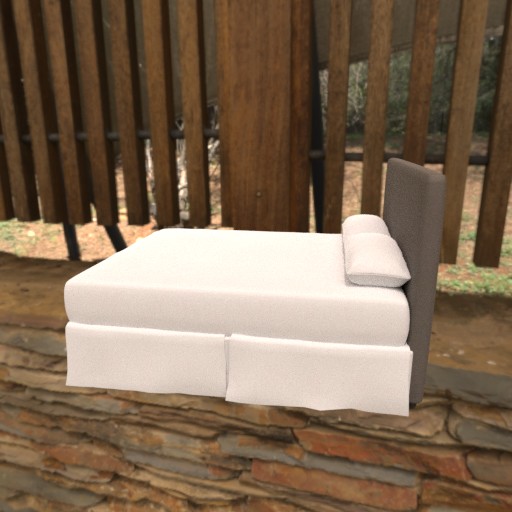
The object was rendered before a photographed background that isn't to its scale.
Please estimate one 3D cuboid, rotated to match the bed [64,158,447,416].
[{"bbox_3d":[0.000,0.000,3.181,2.142,1.330,1.723,3,15,9],"label":"bed"}]
